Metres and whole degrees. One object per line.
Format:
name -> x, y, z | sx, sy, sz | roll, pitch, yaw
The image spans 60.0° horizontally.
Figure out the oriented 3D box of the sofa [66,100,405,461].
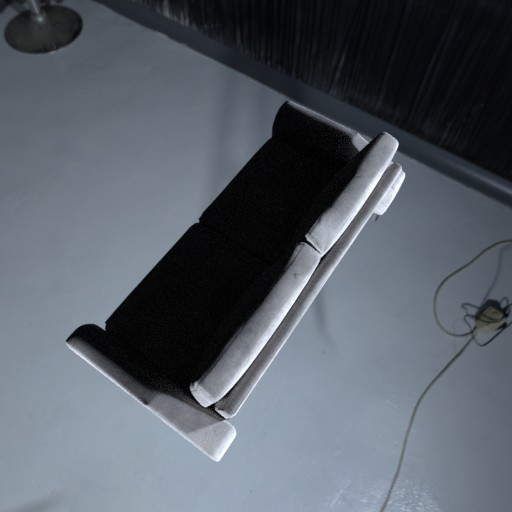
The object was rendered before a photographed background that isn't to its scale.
sofa -> 0.000, 0.000, 2.355 | 0.849, 0.859, 1.837 | 31, 66, 16
